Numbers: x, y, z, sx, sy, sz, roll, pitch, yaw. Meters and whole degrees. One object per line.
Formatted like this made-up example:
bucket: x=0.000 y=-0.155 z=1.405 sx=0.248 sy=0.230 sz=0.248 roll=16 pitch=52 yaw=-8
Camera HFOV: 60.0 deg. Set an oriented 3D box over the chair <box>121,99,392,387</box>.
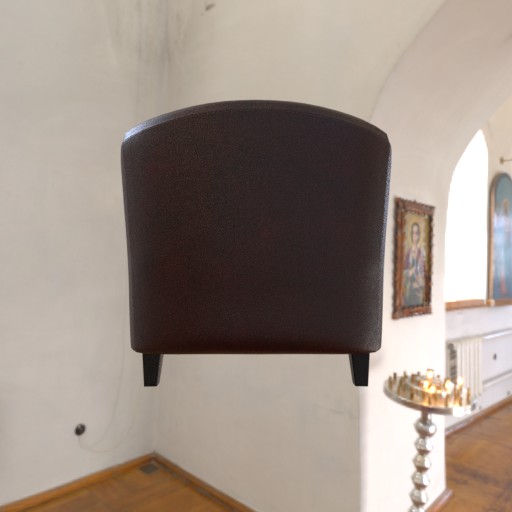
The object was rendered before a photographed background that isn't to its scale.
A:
chair: x=0.000 y=0.000 z=1.406 sx=0.792 sy=0.756 sz=0.727 roll=0 pitch=0 yaw=0
